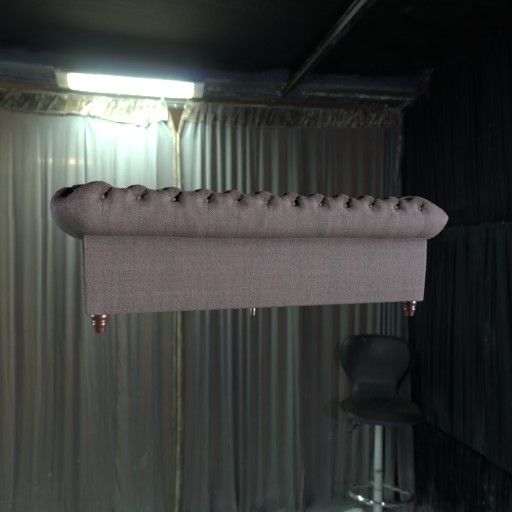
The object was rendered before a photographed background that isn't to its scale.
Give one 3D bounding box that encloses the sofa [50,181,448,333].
[{"bbox_3d":[0.000,0.000,2.878,2.385,0.787,0.944,0,1,-18],"label":"sofa"}]
